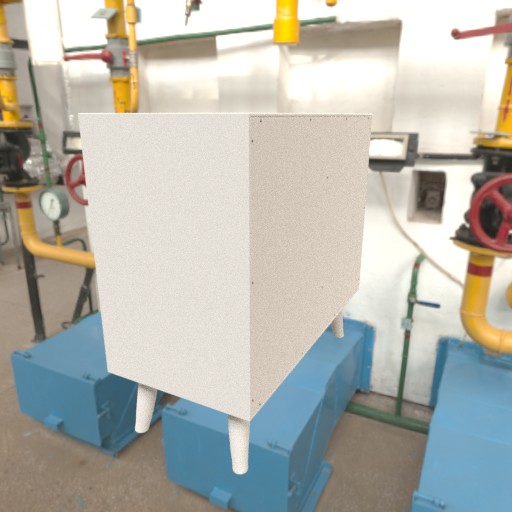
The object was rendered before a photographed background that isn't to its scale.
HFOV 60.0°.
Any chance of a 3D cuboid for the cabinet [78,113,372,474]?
[{"bbox_3d":[0.000,0.000,1.245,0.398,0.761,0.800,9,20,26],"label":"cabinet"}]
